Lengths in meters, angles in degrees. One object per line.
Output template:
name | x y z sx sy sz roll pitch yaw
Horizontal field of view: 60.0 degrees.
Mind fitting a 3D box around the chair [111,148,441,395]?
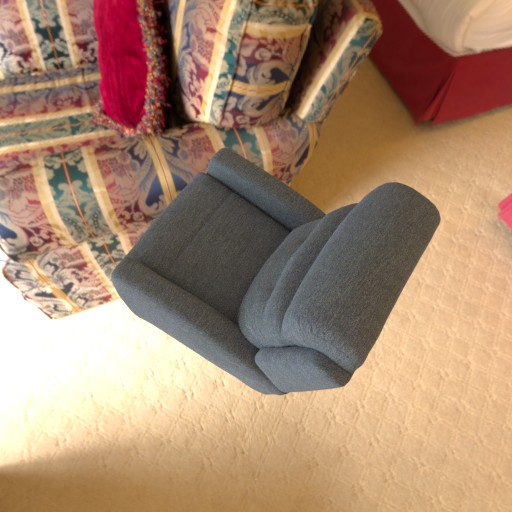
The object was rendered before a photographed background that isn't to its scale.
chair | 0.000 0.000 1.756 1.043 1.013 0.798 30 67 14
